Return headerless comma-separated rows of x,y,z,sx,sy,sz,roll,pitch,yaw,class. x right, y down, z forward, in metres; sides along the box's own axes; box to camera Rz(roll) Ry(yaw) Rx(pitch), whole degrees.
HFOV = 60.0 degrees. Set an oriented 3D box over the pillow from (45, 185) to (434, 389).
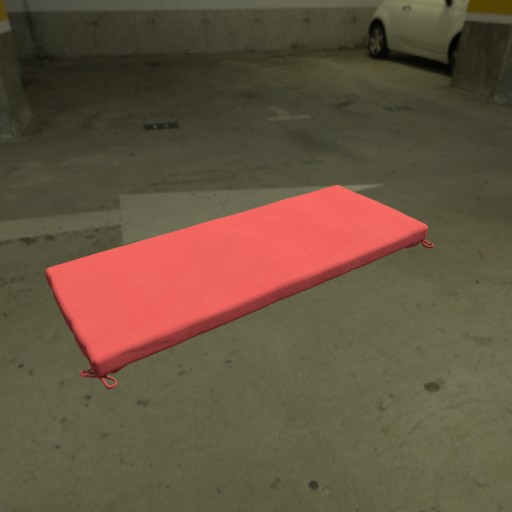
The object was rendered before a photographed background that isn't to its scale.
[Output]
0.000,0.000,1.387,1.187,0.081,0.492,-19,36,-29,pillow
